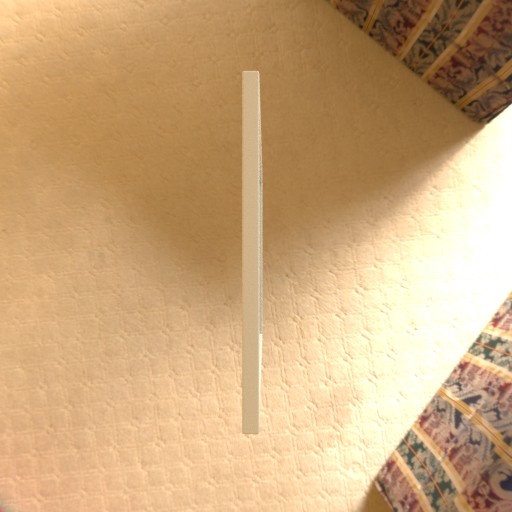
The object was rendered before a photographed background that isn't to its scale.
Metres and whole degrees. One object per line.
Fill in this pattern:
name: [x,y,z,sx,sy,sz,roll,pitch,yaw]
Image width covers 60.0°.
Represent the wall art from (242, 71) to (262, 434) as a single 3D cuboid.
wall art: [0.000,0.000,1.574,0.038,1.183,0.808,0,89,1]
